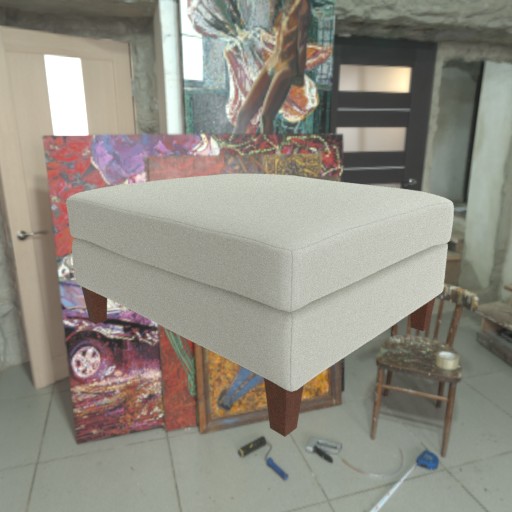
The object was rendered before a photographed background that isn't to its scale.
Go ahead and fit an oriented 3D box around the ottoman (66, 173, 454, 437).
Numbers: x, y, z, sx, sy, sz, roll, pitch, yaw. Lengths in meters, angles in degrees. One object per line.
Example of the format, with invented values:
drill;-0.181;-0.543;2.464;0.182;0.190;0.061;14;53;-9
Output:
ottoman;0.000;0.000;1.471;0.976;0.492;0.836;15;22;41
